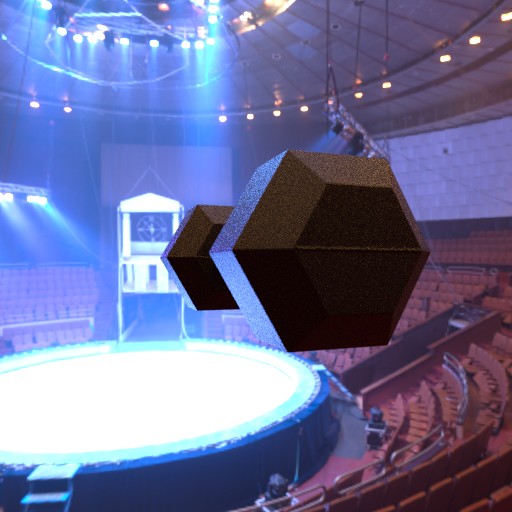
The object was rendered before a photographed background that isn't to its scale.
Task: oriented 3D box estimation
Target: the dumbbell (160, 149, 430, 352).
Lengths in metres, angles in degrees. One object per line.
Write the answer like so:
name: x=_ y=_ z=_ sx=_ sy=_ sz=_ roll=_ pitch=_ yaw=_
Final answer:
dumbbell: x=0.000 y=0.000 z=0.320 sx=0.106 sy=0.092 sz=0.272 roll=0 pitch=-1 yaw=-20
